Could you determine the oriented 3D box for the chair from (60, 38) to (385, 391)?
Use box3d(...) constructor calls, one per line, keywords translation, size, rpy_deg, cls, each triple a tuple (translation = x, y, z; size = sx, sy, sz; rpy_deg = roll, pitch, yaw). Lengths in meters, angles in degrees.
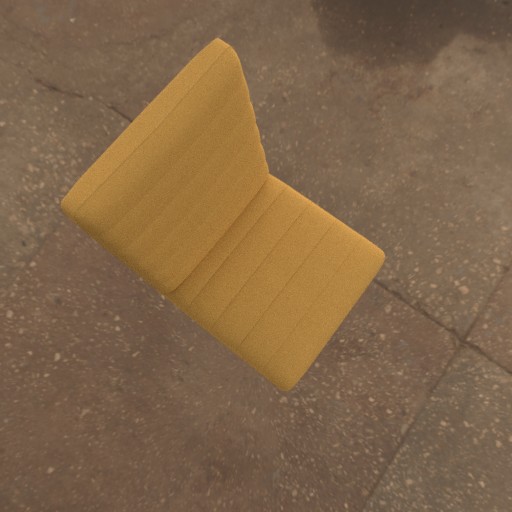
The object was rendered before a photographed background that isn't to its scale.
box3d(translation=(0.000, 0.000, 1.317), size=(0.634, 0.930, 0.520), rpy_deg=(37, 79, 9), cls="chair")
